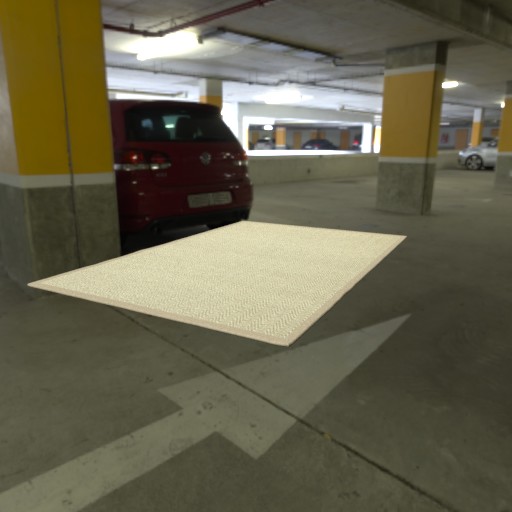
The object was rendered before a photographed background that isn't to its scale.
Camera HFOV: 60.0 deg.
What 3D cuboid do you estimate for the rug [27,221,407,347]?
[{"bbox_3d":[0.000,0.000,2.976,1.540,0.021,2.290,8,16,28],"label":"rug"}]
